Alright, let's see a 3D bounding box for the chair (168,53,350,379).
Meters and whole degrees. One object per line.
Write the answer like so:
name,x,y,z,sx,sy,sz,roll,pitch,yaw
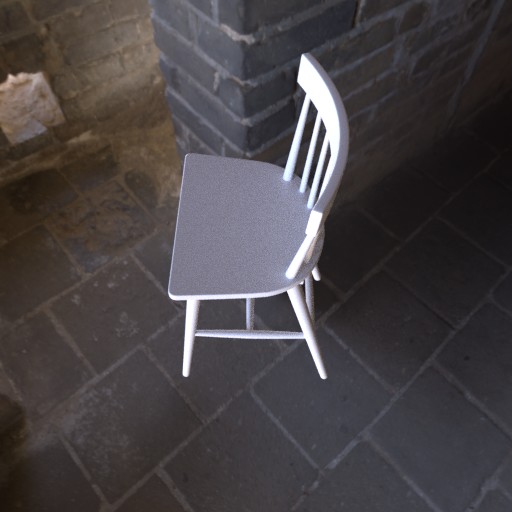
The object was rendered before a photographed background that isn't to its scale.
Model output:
chair,0.000,0.000,1.395,0.572,1.092,0.483,1,59,0
